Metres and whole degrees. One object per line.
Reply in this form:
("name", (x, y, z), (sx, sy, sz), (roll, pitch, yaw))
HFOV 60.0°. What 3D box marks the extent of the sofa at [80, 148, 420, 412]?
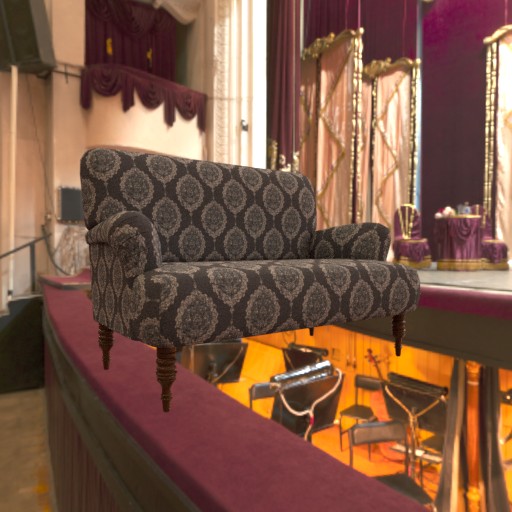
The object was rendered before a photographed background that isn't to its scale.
("sofa", (0.000, 0.000, 1.824), (1.297, 0.867, 0.779), (-1, 2, -36))
